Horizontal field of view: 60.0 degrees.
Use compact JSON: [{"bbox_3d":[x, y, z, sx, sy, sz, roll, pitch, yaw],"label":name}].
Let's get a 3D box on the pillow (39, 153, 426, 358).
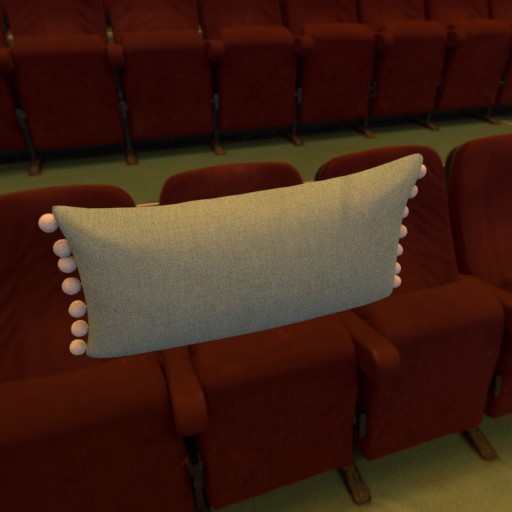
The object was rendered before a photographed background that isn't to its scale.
[{"bbox_3d":[0.000,0.000,0.825,0.709,0.322,0.201,-10,33,-16],"label":"pillow"}]
